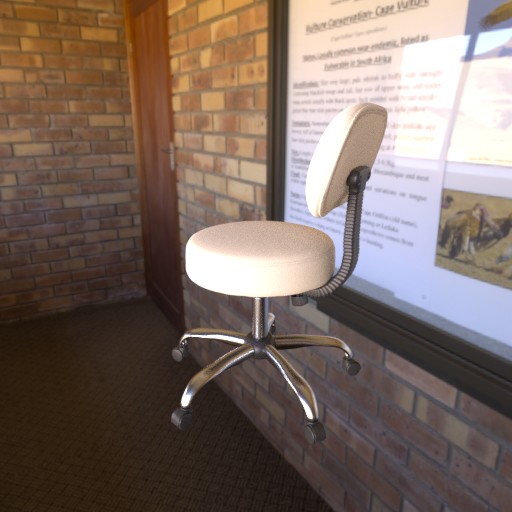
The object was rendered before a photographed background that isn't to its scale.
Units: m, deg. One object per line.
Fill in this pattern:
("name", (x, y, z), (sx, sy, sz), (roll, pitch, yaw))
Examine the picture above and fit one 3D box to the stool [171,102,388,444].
("stool", (0.000, 0.000, 1.251), (0.616, 0.810, 0.609), (9, 19, 26))
